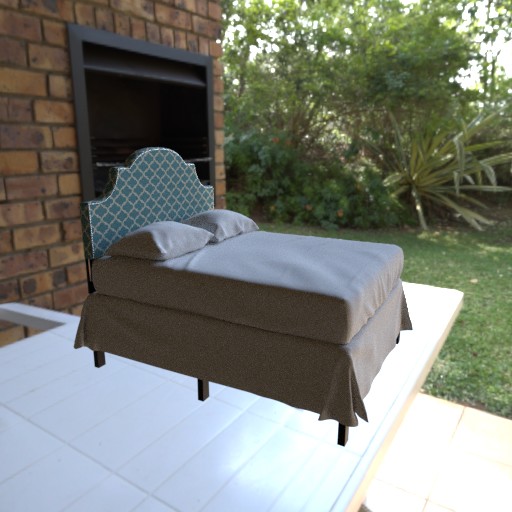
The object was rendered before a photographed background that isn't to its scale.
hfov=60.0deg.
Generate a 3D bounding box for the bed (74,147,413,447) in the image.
[{"bbox_3d":[0.000,0.000,3.434,2.222,1.633,1.780,7,16,27],"label":"bed"}]
